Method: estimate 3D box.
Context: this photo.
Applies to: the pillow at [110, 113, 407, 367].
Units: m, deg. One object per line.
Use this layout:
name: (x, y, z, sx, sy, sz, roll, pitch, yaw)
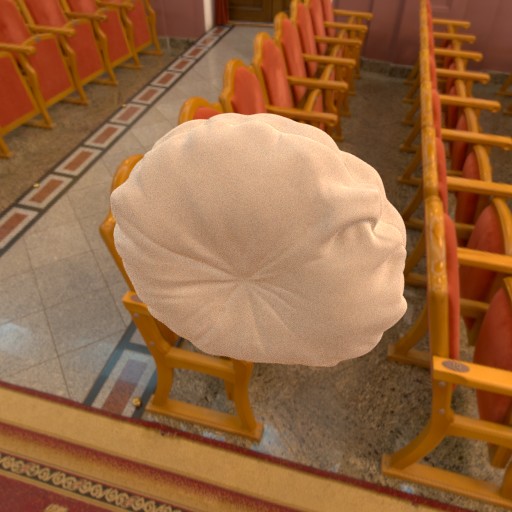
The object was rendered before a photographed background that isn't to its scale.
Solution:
pillow: (0.000, 0.000, 0.637, 0.428, 0.407, 0.148, 10, 42, 12)
